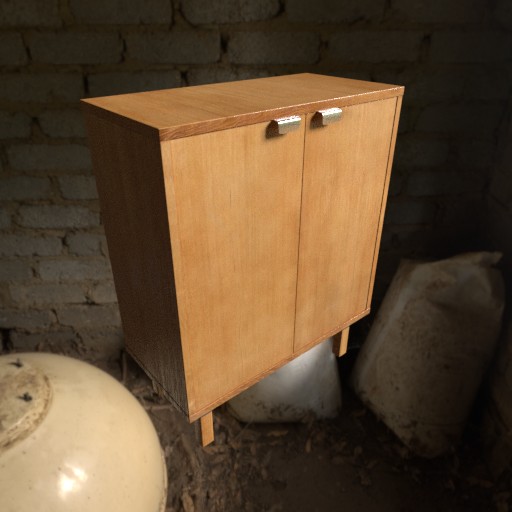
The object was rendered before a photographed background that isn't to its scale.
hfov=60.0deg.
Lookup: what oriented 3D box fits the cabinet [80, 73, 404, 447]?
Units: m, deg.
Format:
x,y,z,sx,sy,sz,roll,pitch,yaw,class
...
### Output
x,y,z,sx,sy,sz,roll,pitch,yaw,class
0.000,0.000,1.431,0.800,1.001,0.419,-22,36,-34,cabinet
